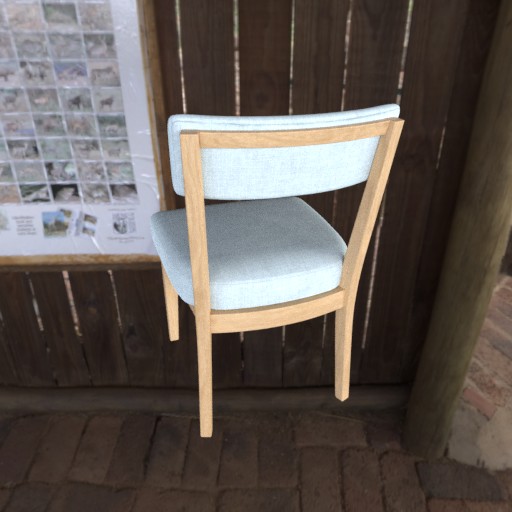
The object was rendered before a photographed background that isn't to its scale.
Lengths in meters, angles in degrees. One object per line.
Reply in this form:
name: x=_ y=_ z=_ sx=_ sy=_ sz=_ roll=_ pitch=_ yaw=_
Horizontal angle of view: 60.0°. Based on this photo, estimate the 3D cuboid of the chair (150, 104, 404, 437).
chair: x=0.000 y=0.000 z=1.219 sx=0.508 sy=0.832 sz=0.572 roll=-9 pitch=27 yaw=-17
